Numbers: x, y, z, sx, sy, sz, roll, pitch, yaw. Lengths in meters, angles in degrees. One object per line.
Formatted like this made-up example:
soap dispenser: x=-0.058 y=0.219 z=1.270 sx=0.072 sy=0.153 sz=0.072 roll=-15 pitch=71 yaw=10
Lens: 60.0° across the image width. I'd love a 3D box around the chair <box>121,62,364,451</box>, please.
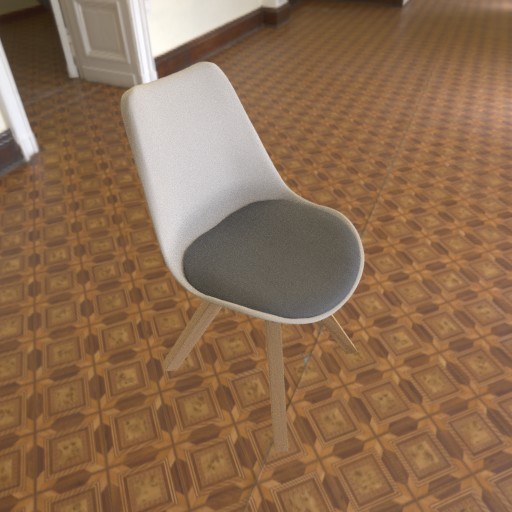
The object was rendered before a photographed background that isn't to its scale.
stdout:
chair: x=0.000 y=0.000 z=1.185 sx=0.550 sy=0.850 sz=0.485 roll=26 pitch=46 yaw=27
